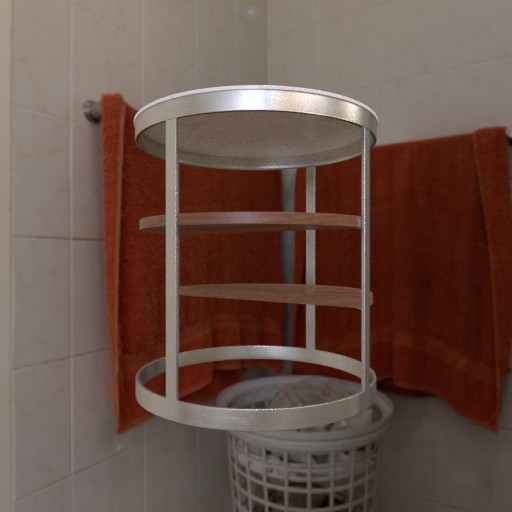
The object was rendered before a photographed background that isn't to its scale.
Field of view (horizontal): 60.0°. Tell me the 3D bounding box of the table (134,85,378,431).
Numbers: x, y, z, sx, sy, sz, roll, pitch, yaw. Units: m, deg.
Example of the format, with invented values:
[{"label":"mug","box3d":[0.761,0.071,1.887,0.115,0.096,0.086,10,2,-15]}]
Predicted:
[{"label":"table","box3d":[0.000,0.000,0.767,0.407,0.447,0.407,0,0,0]}]
